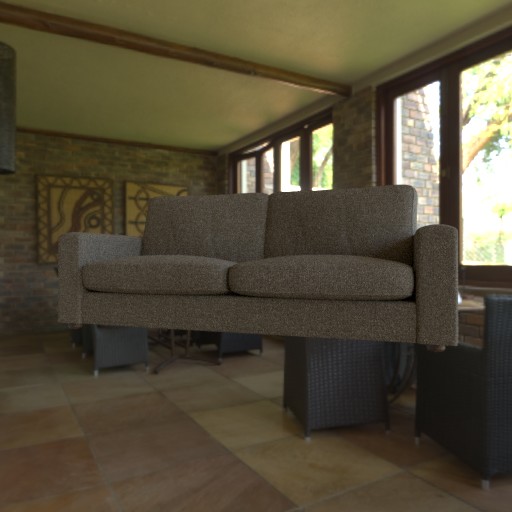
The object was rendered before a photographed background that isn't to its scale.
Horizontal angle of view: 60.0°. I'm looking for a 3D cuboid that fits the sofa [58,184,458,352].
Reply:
[{"bbox_3d":[0.000,0.000,2.718,2.179,0.873,1.016,0,0,19],"label":"sofa"}]
